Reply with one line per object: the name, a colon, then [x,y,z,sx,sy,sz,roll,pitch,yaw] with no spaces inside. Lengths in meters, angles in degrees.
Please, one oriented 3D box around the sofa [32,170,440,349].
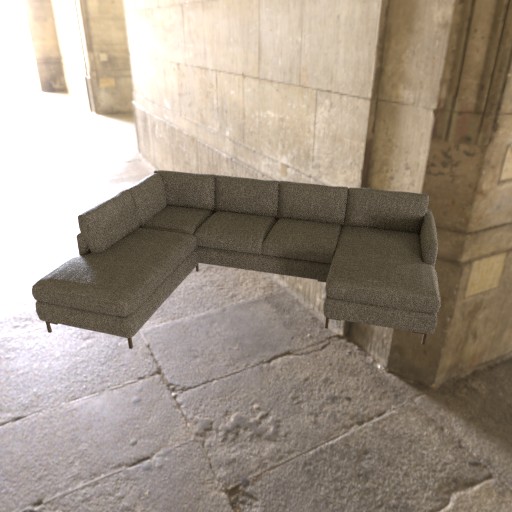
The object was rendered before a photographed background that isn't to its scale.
sofa: [0.000,0.000,3.515,2.737,0.756,1.879,8,28,15]
